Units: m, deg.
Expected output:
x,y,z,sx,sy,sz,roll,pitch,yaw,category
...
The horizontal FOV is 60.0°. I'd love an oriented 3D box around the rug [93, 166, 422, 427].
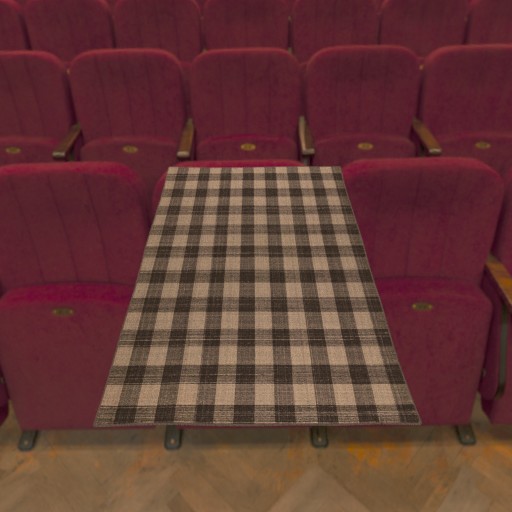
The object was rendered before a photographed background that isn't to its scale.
x,y,z,sx,sy,sz,roll,pitch,yaw,category
0.000,0.000,3.031,1.554,0.011,2.476,0,40,0,rug
